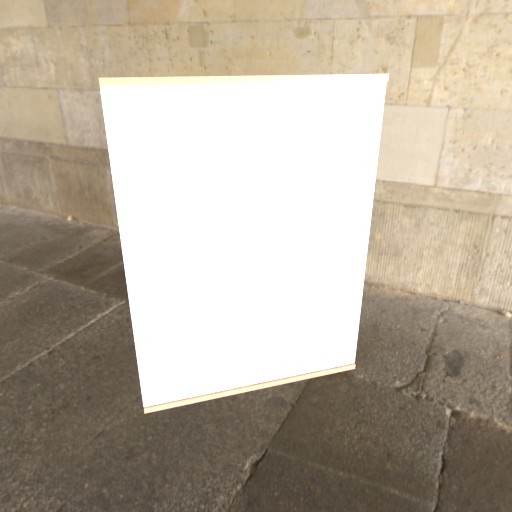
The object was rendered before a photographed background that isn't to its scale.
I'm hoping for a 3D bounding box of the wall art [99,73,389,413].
[{"bbox_3d":[0.000,0.000,0.805,0.459,0.608,0.012,-7,25,-16],"label":"wall art"}]
